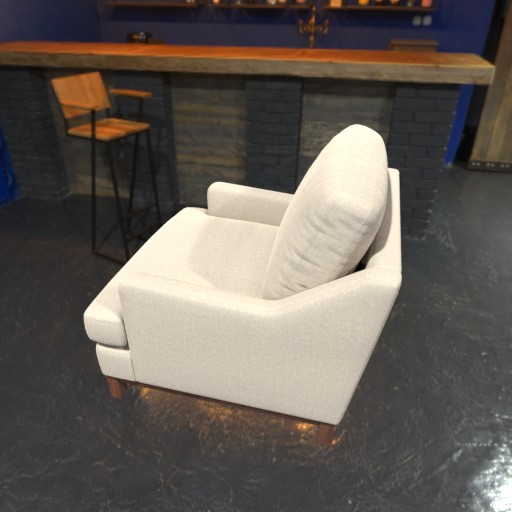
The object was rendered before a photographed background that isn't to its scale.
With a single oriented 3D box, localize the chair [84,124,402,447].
[{"bbox_3d":[0.000,0.000,1.720,1.001,0.916,0.912,8,32,13],"label":"chair"}]
